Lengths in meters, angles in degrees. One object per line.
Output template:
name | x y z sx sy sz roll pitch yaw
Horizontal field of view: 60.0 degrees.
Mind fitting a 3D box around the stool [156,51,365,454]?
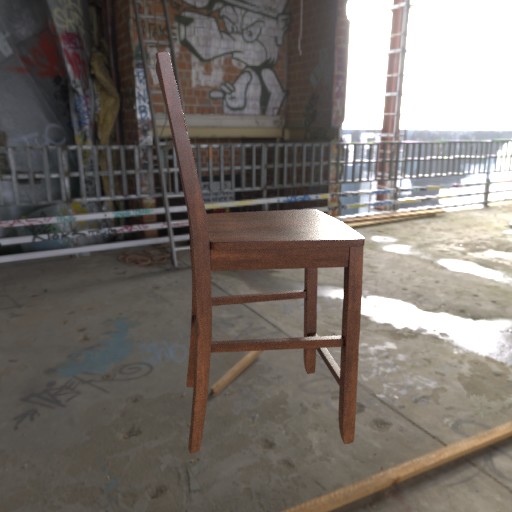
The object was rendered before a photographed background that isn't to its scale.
stool | 0.000 0.000 1.364 0.539 1.079 0.462 -3 16 -9
